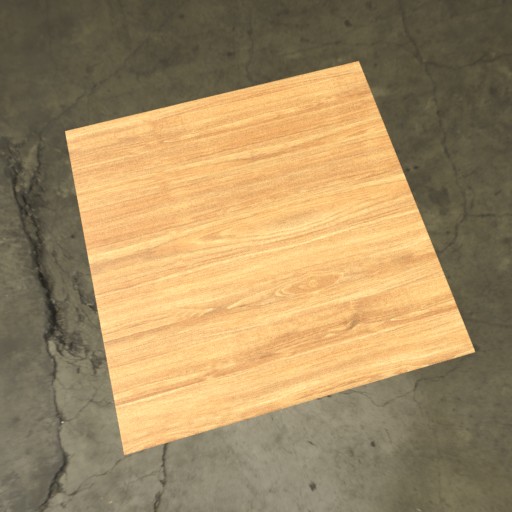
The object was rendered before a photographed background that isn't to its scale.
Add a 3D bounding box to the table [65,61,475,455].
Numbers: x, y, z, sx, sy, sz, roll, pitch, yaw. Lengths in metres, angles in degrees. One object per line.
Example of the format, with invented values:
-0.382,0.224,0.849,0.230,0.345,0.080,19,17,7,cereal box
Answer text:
0.000,0.000,1.418,0.900,0.450,0.900,-15,75,-4,table
